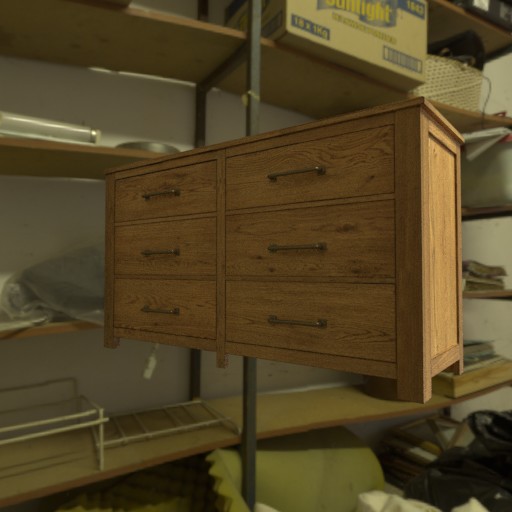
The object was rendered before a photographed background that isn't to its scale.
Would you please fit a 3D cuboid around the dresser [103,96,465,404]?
[{"bbox_3d":[0.000,0.000,2.027,1.657,0.932,0.563,-1,-2,37],"label":"dresser"}]
